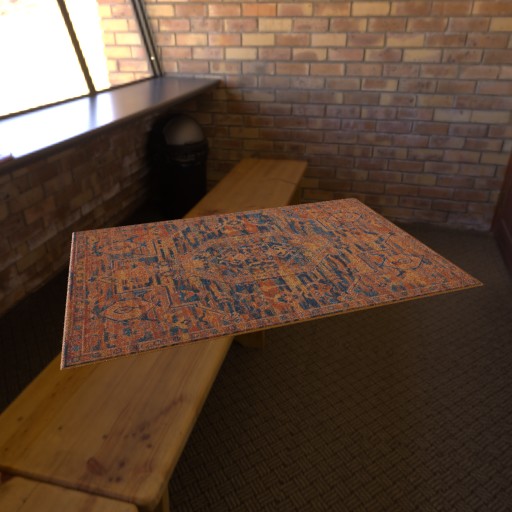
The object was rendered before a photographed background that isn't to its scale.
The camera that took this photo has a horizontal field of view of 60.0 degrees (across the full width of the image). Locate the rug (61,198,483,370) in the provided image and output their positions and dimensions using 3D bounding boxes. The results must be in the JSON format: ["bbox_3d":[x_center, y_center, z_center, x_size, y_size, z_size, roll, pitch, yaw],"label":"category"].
[{"bbox_3d":[0.000,0.000,2.211,1.758,0.013,1.148,-9,29,-16],"label":"rug"}]
